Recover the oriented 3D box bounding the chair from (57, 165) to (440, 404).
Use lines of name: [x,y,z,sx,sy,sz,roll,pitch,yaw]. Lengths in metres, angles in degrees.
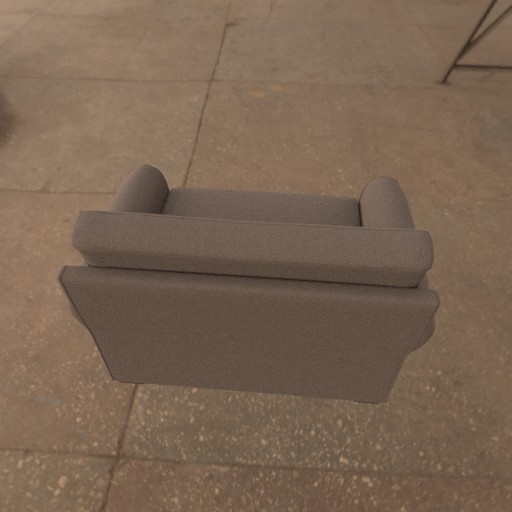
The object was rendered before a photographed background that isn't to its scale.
chair: [0.000,0.000,2.005,1.390,0.930,0.930,4,46,4]
